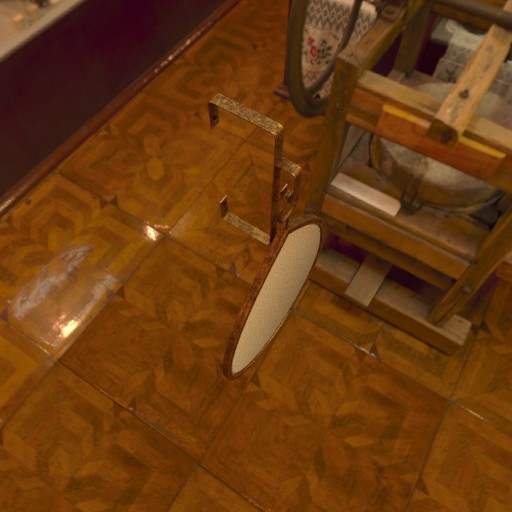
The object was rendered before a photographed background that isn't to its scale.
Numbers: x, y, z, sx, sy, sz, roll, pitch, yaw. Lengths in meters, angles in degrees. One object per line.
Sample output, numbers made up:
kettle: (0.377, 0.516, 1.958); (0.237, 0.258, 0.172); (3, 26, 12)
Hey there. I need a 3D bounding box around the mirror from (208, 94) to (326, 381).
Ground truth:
mirror: (0.000, 0.000, 0.898); (0.144, 0.744, 0.405); (31, 66, 16)
